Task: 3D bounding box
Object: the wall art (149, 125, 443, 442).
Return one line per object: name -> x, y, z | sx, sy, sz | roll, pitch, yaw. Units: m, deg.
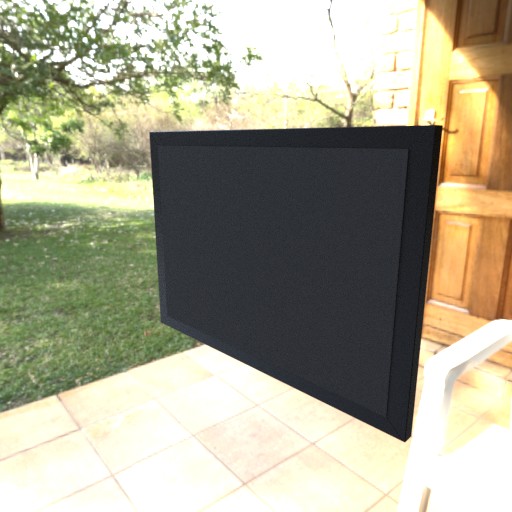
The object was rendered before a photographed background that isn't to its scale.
wall art -> 0.000, 0.000, 0.557 | 0.432, 0.306, 0.016 | 14, 20, 43
